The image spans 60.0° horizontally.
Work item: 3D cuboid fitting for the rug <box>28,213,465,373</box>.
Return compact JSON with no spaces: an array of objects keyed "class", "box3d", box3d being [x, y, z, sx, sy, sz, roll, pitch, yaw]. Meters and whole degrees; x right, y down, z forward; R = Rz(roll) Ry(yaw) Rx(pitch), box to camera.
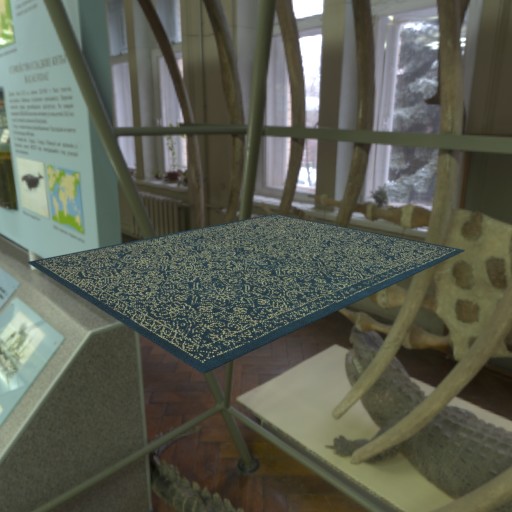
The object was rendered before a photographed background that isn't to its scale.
[{"class":"rug","box3d":[0.000,0.000,3.934,3.048,0.010,2.438,-15,23,-42]}]
